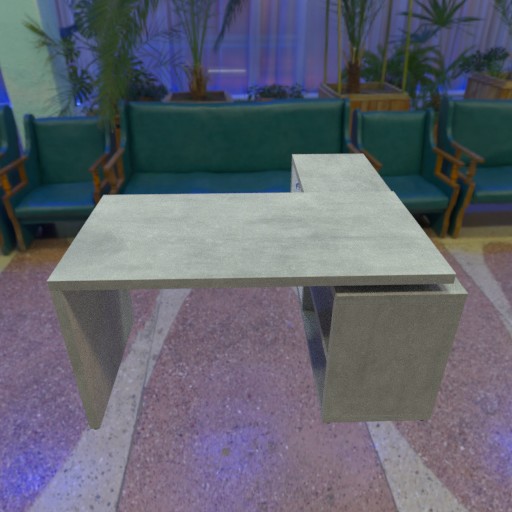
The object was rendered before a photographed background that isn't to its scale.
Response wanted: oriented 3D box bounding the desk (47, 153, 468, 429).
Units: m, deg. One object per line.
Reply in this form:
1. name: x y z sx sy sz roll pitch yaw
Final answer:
1. desk: 0.000 0.000 2.282 1.400 0.740 1.500 -1 31 -2
